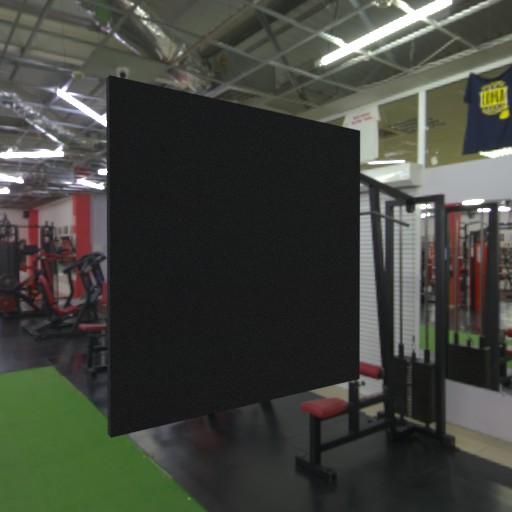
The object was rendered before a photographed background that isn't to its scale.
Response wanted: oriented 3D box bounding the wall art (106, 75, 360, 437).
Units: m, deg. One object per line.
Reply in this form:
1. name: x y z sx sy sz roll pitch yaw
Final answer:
1. wall art: 0.000 0.000 0.694 0.456 0.458 0.013 0 1 -34
